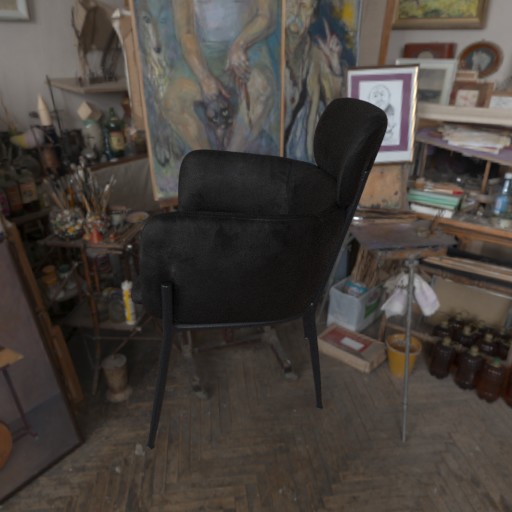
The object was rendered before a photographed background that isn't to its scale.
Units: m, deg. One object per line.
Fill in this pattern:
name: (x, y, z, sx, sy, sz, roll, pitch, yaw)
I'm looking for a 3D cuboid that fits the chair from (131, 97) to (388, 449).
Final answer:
chair: (0.000, 0.000, 1.253, 0.604, 0.818, 0.640, 0, 26, 0)
